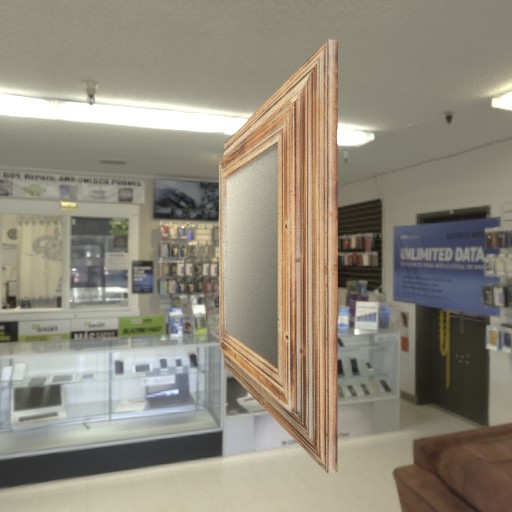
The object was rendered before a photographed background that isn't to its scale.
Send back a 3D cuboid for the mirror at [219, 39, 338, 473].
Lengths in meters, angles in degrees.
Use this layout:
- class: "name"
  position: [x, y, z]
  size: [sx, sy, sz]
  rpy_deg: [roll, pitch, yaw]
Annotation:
- class: "mirror"
  position: [0.000, 0.000, 1.199]
  size: [0.061, 0.804, 0.804]
  rpy_deg: [0, 0, -18]
